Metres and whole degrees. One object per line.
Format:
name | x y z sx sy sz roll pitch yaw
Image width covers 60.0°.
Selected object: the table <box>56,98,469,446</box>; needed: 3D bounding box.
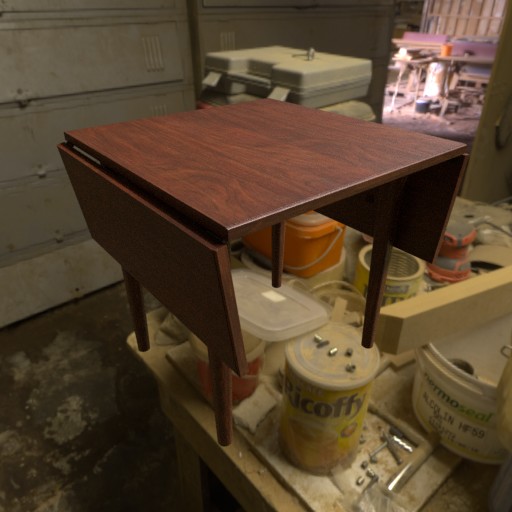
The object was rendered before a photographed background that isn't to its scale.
table | 0.000 0.000 1.424 0.843 0.763 0.812 -22 37 -33
